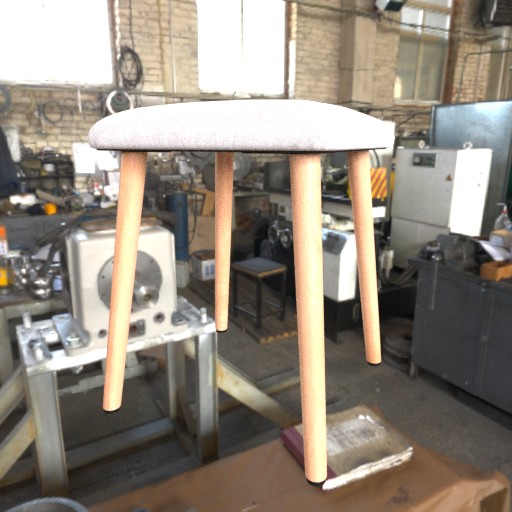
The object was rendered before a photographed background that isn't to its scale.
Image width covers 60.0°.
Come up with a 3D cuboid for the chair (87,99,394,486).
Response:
[{"bbox_3d":[0.000,0.000,0.678,0.350,0.440,0.350,7,16,25],"label":"chair"}]
